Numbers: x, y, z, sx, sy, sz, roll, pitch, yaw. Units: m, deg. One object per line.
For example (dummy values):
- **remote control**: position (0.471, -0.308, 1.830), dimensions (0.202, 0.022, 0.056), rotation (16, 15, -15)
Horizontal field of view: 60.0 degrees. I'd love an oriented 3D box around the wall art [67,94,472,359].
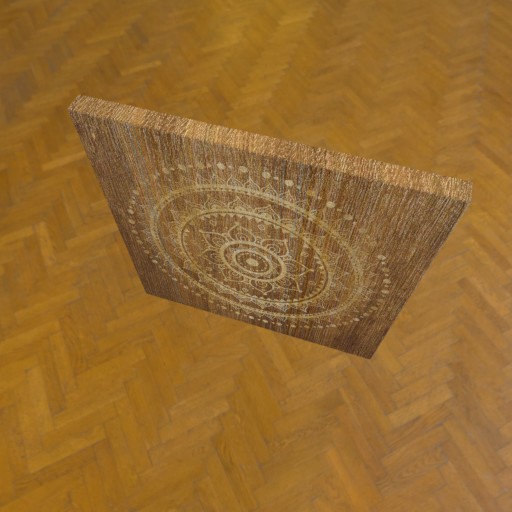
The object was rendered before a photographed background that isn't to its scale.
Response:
- **wall art**: position (0.000, 0.000, 0.899), dimensions (0.611, 0.608, 0.042), rotation (15, 58, 9)
